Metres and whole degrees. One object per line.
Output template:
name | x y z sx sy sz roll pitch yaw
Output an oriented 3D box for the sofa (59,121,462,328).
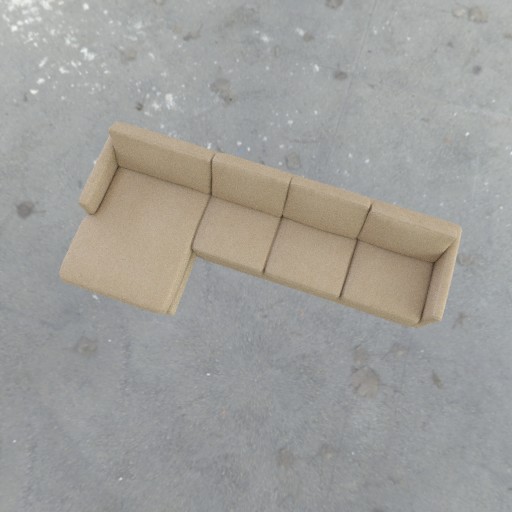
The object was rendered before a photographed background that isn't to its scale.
sofa | 0.000 0.000 3.899 3.201 0.876 1.502 18 75 5
